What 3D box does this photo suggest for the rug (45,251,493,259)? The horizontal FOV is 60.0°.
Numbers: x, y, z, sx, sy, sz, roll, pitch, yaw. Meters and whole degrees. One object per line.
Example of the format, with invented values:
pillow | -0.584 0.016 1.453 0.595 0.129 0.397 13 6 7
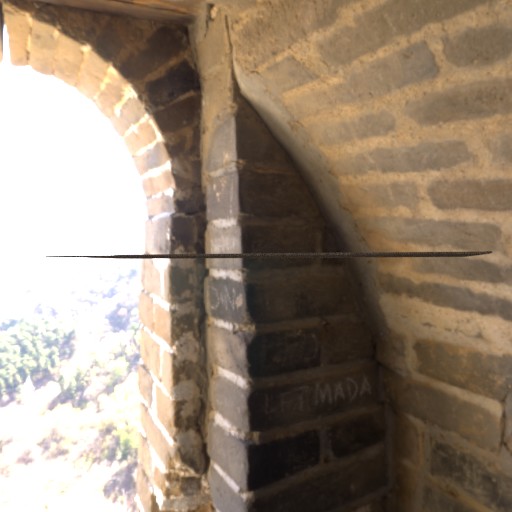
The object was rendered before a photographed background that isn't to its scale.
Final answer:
rug | 0.000 0.000 2.680 2.436 0.013 0.807 0 -1 18
